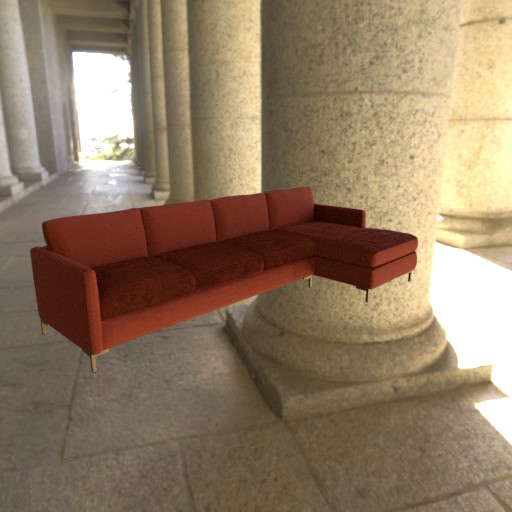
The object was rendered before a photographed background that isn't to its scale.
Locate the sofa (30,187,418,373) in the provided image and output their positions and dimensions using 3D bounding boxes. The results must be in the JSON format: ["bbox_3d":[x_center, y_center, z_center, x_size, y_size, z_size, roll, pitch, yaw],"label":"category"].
[{"bbox_3d":[0.000,0.000,3.483,1.350,0.810,2.932,14,21,42],"label":"sofa"}]
